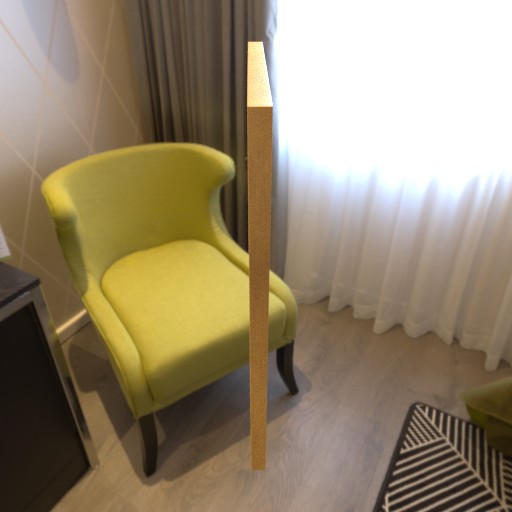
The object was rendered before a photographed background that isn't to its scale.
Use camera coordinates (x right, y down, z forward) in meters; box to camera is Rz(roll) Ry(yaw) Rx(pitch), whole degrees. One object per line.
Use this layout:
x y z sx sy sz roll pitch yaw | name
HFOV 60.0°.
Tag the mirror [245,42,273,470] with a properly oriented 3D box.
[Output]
0.000 0.000 1.137 0.041 0.915 0.609 0 34 -1 | mirror
